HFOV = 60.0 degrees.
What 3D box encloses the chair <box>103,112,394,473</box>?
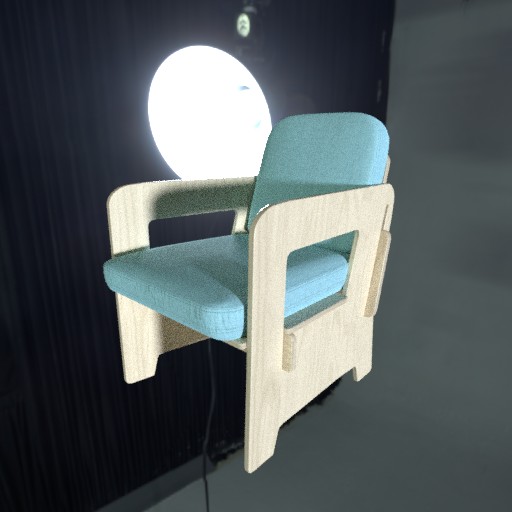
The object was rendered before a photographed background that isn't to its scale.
[{"bbox_3d":[0.000,0.000,1.267,0.710,0.800,0.590,-14,20,-43],"label":"chair"}]
